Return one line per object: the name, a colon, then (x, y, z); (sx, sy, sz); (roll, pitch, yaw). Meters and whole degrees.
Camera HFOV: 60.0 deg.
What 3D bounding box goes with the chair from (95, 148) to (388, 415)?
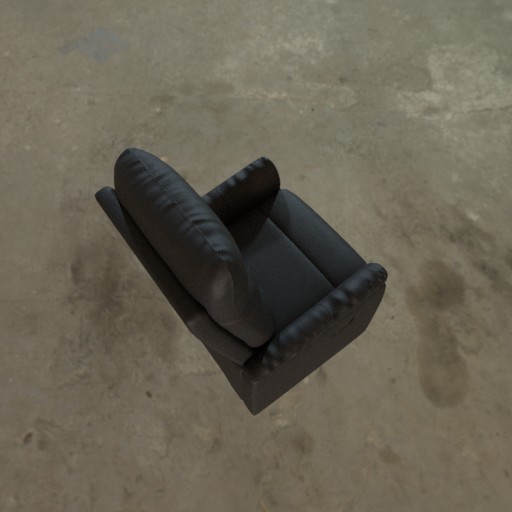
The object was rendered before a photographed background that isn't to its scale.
chair: (0.000, 0.000, 1.693); (0.831, 1.082, 0.775); (-32, 63, -19)
